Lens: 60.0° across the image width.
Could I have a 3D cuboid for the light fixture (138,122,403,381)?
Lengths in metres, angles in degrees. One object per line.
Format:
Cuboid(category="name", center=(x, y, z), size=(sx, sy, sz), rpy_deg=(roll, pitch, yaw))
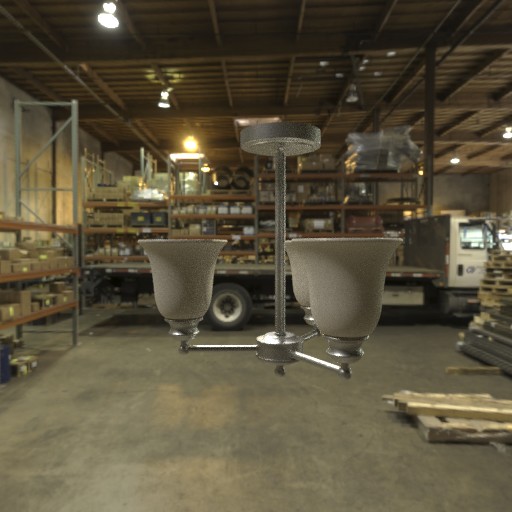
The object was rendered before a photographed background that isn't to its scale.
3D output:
Cuboid(category="light fixture", center=(0.000, 0.000, 0.672), size=(0.354, 0.370, 0.388), rpy_deg=(0, 1, 0))
